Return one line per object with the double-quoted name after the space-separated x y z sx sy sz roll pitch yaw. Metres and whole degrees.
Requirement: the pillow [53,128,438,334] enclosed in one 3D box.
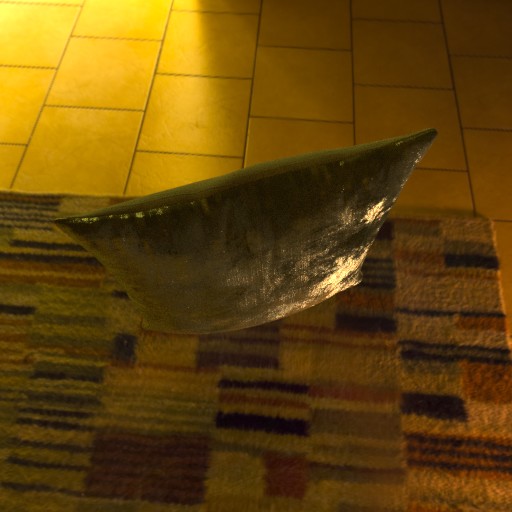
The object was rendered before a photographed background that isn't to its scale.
0.000 0.000 0.721 0.470 0.464 0.175 -14 64 -7 "pillow"
